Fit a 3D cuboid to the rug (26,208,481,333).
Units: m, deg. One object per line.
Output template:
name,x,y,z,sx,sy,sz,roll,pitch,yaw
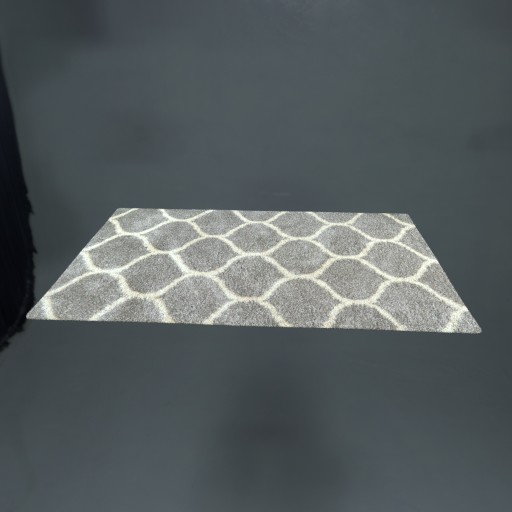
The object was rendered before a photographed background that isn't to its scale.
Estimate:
rug,0.000,0.000,2.931,2.348,0.025,1.501,1,28,3
